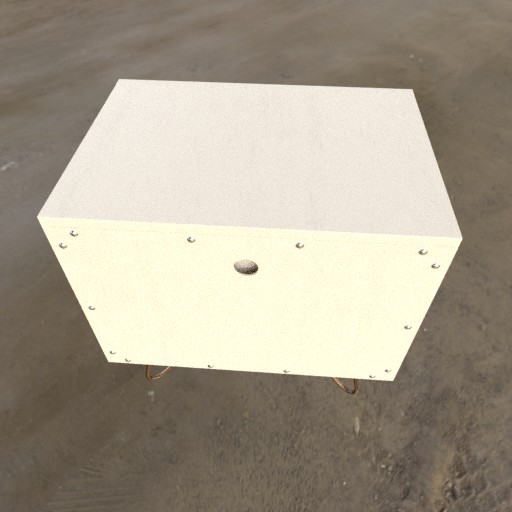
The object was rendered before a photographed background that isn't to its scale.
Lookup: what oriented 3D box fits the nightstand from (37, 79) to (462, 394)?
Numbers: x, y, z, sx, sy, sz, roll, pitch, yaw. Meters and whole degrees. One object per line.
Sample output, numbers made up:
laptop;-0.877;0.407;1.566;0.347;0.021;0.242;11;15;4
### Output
nightstand;0.000;0.000;1.007;0.614;0.604;0.447;3;48;3
